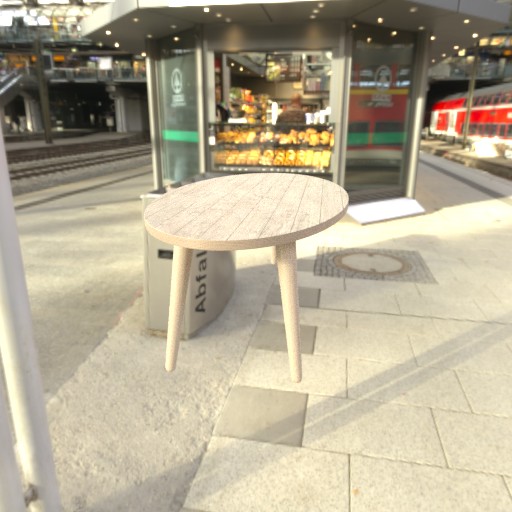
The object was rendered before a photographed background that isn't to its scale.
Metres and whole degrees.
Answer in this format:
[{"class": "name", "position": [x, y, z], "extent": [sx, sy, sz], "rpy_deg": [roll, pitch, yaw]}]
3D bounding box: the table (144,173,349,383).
[{"class": "table", "position": [0.000, 0.000, 1.381], "extent": [0.542, 0.390, 1.083], "rpy_deg": [3, 17, 8]}]
